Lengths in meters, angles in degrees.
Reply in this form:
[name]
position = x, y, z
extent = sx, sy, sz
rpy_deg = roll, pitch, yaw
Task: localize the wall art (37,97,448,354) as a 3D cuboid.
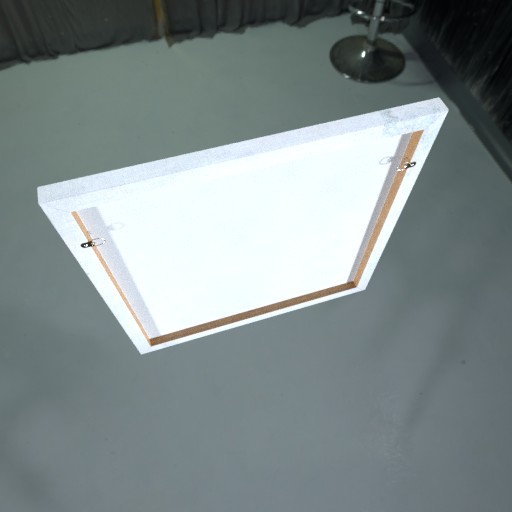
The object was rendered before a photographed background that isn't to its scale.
[wall art]
position = 0.000, 0.000, 1.122
extent = 0.762, 0.762, 0.041
rpy_deg = -15, 60, -9
